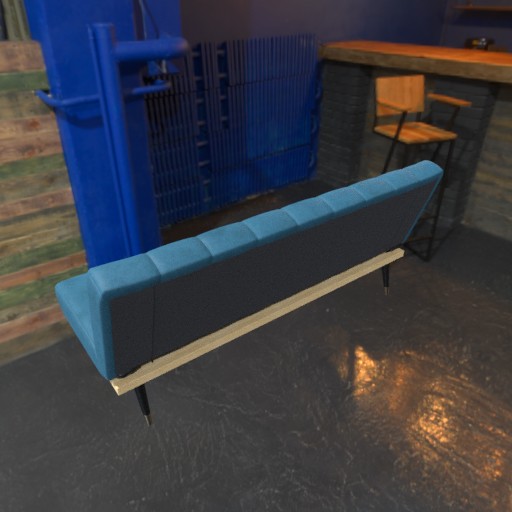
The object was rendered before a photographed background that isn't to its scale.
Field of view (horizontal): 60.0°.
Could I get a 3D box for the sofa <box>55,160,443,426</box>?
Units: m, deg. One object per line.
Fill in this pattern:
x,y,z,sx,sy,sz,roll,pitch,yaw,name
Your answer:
0.000,0.000,2.273,1.810,0.825,0.830,-21,37,-31,sofa
